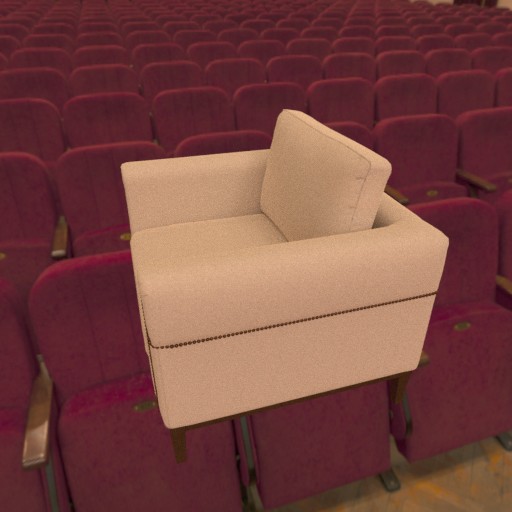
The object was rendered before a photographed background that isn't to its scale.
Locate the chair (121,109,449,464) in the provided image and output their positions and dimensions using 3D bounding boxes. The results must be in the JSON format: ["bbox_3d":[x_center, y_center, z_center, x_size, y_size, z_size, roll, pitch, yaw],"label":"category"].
[{"bbox_3d":[0.000,0.000,1.674,0.896,0.915,0.982,-9,31,-15],"label":"chair"}]
